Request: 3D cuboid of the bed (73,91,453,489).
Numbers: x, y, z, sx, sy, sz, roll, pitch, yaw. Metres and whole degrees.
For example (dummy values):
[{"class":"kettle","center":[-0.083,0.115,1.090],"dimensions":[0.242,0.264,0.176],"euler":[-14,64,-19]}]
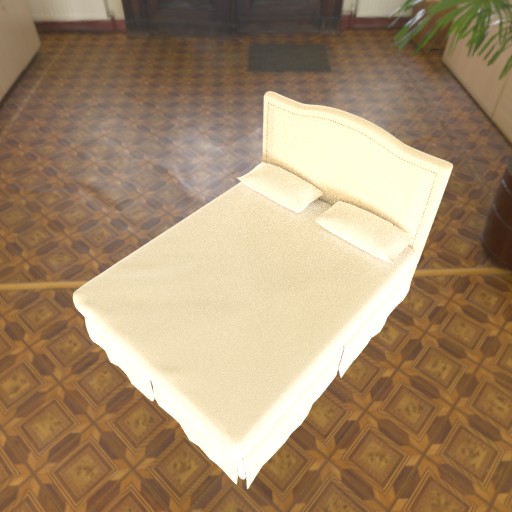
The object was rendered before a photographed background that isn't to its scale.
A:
[{"class":"bed","center":[0.000,0.000,3.356],"dimensions":[1.821,1.436,2.282],"euler":[33,54,28]}]
